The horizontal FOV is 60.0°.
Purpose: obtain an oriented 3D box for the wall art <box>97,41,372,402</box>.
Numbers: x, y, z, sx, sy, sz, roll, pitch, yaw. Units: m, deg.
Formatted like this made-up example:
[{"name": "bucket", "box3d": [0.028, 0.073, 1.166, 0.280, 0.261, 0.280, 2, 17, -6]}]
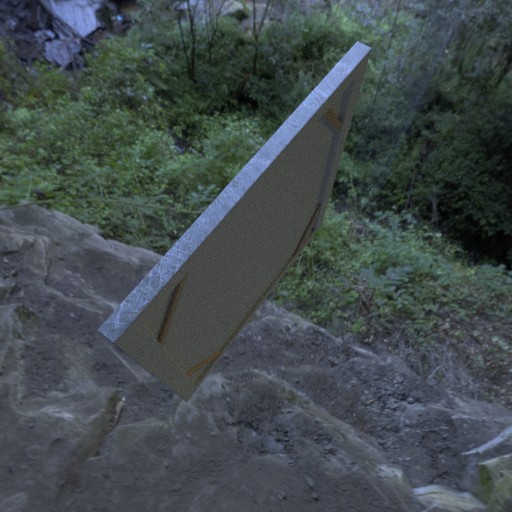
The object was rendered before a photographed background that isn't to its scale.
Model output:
[{"name": "wall art", "box3d": [0.000, 0.000, 1.630, 0.051, 1.091, 1.092, 34, 70, 14]}]
